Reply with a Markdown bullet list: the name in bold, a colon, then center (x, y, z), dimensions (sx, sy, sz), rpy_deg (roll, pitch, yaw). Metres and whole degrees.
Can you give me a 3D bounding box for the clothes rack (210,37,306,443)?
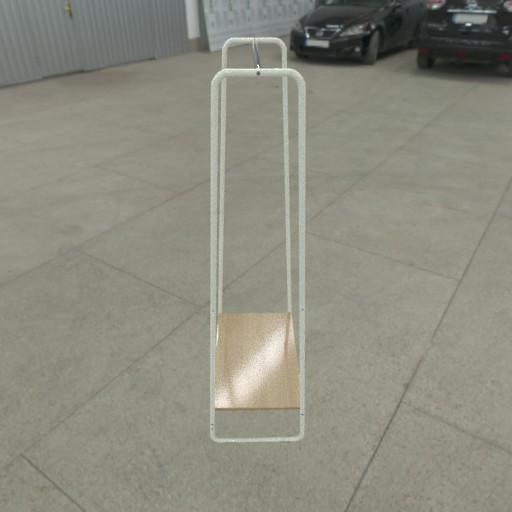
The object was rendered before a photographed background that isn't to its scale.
- **clothes rack**: center (0.000, 0.000, 1.766), dimensions (0.400, 1.500, 0.640), rpy_deg (-1, 33, -1)
